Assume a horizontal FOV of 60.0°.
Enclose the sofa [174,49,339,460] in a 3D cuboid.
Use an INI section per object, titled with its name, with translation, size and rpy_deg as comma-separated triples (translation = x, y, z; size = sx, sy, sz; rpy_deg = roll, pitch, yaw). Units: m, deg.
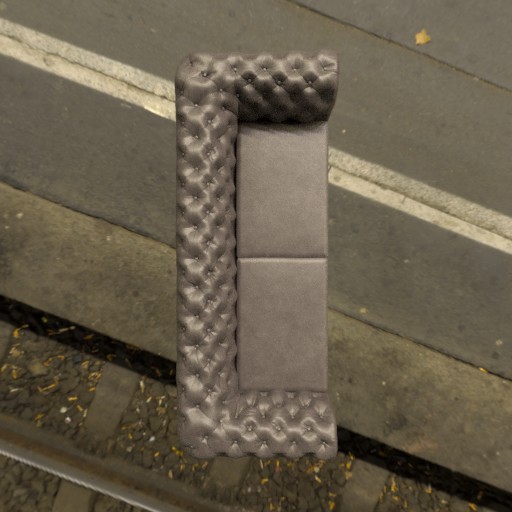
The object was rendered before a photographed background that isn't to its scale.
[sofa]
translation = 0.000, 0.000, 2.848
size = 0.944, 0.783, 2.385
rpy_deg = 0, 92, 0
